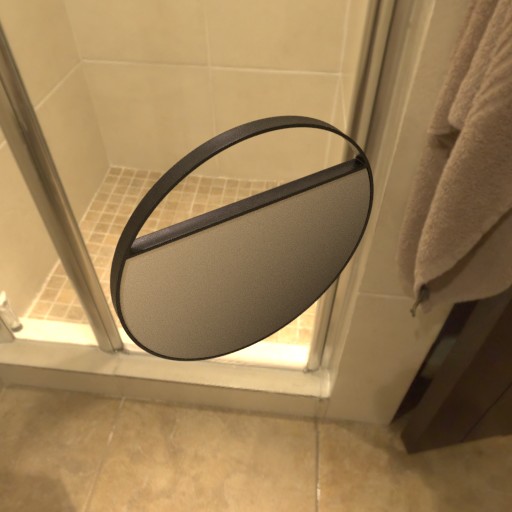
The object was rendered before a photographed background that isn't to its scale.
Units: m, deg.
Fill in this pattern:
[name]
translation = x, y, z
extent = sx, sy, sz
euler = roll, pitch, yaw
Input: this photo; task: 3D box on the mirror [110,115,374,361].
[mirror]
translation = 0.000, 0.000, 0.876
extent = 0.565, 0.565, 0.032
euler = -23, 50, -21
